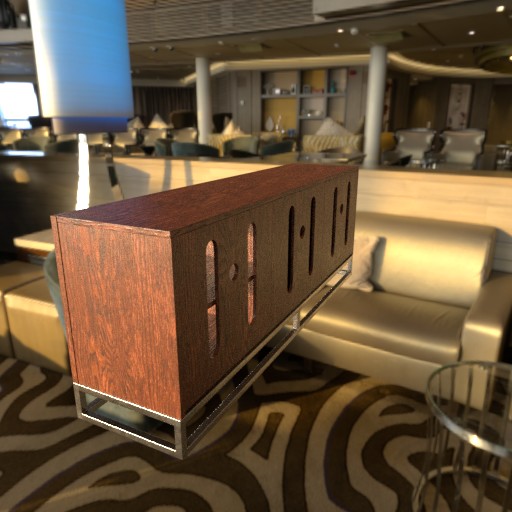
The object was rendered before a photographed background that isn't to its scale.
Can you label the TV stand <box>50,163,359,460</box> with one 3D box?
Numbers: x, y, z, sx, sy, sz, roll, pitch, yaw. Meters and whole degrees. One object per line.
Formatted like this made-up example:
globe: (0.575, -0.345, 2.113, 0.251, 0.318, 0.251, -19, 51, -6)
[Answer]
TV stand: (0.000, 0.000, 1.743, 0.382, 0.578, 1.541, 8, 19, 26)
